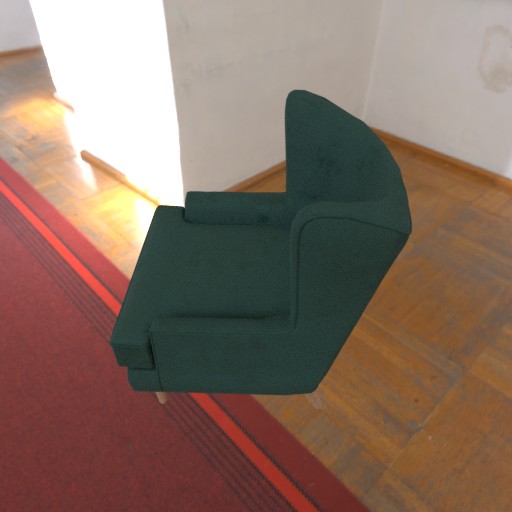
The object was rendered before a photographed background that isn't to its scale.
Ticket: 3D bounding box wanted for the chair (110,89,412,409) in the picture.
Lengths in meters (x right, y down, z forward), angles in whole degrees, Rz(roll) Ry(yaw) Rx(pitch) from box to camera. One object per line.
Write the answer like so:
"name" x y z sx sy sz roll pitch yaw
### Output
"chair" 0.000 0.000 1.632 0.910 0.952 0.793 1 41 1
